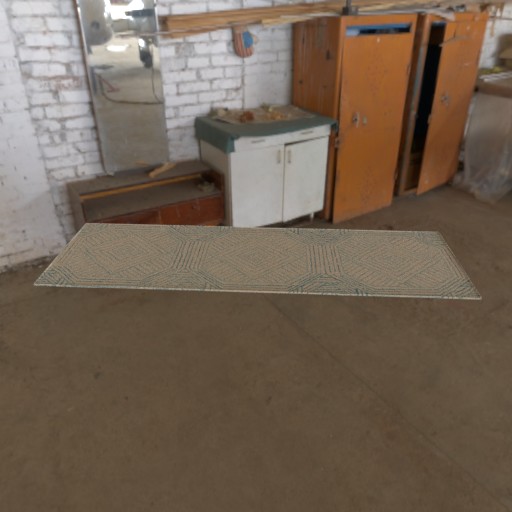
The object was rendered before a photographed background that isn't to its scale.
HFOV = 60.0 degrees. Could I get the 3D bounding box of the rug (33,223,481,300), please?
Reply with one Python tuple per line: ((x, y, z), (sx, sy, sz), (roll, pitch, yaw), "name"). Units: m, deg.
((0.000, 0.000, 2.746), (2.452, 0.012, 0.775), (2, 31, 3), "rug")
